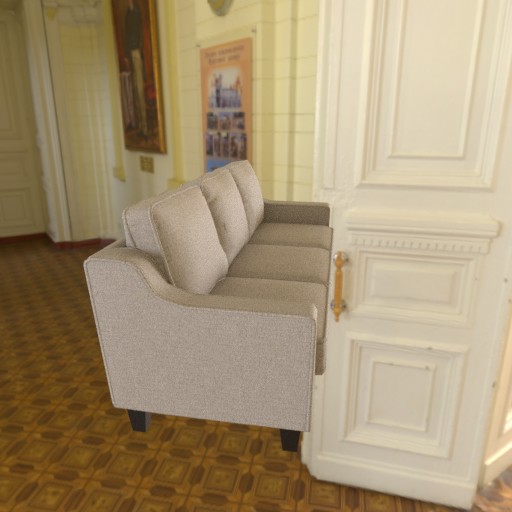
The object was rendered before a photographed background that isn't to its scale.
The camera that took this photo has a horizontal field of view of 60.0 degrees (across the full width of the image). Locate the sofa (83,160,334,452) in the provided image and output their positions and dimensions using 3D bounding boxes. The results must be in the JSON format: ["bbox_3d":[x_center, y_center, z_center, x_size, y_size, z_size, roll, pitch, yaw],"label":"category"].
[{"bbox_3d":[0.000,0.000,2.625,0.899,0.950,2.129,3,18,10],"label":"sofa"}]
